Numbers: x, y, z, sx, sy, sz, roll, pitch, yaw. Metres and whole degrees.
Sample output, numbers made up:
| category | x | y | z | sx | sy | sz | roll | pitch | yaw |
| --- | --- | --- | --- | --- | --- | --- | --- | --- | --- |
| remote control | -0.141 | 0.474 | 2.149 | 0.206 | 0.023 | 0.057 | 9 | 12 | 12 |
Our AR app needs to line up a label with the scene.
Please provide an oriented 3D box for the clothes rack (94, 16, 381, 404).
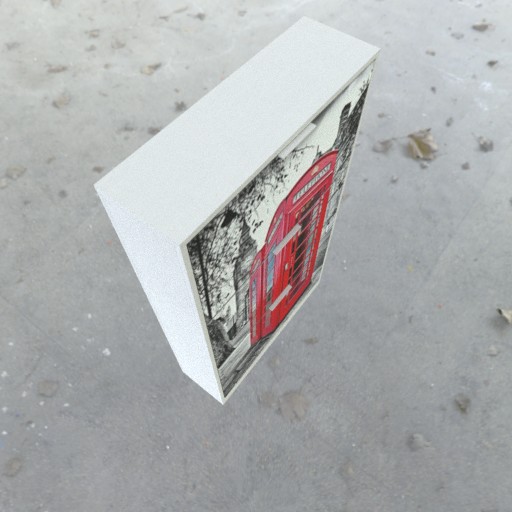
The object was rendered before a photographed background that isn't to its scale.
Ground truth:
| category | x | y | z | sx | sy | sz | roll | pitch | yaw |
| --- | --- | --- | --- | --- | --- | --- | --- | --- | --- |
| clothes rack | 0.000 | 0.000 | 1.555 | 0.250 | 1.280 | 0.750 | 33 | 64 | 18 |
